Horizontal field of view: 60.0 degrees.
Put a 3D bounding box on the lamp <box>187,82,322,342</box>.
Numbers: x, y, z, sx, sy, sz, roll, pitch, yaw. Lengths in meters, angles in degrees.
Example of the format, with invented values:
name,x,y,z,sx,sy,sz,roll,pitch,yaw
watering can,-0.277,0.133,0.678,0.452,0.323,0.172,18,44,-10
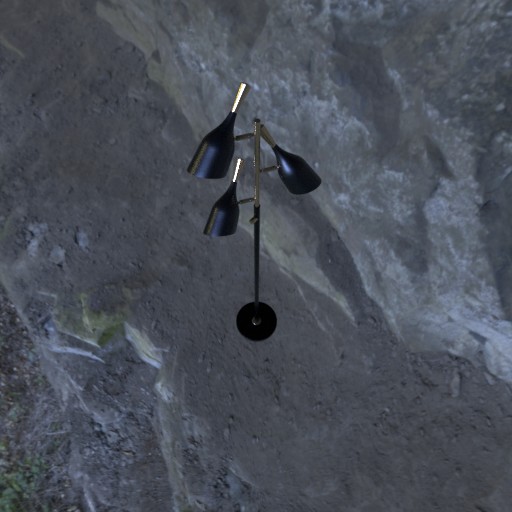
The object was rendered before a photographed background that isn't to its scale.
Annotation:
name,x,y,z,sx,sy,sz,roll,pitch,yaw
lamp,0.000,0.000,1.949,0.434,1.778,0.253,-15,64,-8
